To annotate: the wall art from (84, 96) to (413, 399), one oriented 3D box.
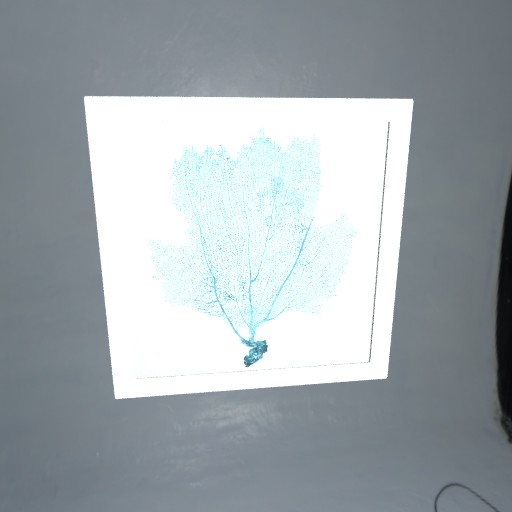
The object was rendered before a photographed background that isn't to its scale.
[{"bbox_3d":[0.000,0.000,0.869,0.584,0.584,0.013,-2,17,-7],"label":"wall art"}]
